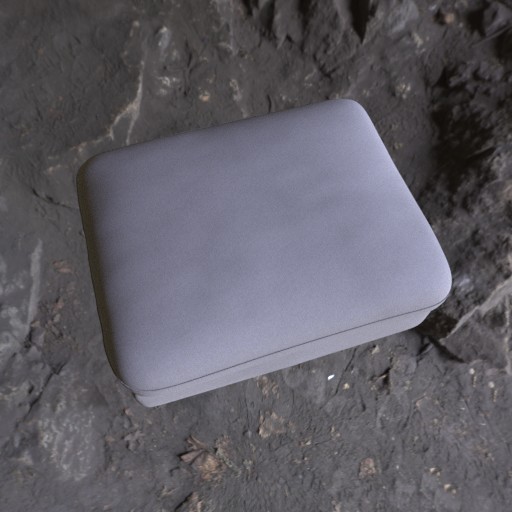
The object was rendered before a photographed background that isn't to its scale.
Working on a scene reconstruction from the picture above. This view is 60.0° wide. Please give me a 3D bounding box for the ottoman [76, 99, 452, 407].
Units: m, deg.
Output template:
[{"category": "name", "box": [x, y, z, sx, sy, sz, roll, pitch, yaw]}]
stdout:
[{"category": "ottoman", "box": [0.000, 0.000, 1.145, 0.747, 0.478, 0.593, -16, 65, -7]}]
